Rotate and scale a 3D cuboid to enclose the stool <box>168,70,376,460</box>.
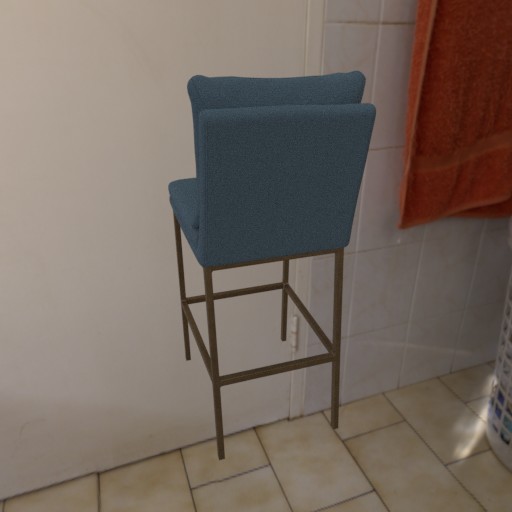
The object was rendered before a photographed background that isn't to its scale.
[{"bbox_3d":[0.000,0.000,1.439,0.463,1.124,0.568,-8,27,-16],"label":"stool"}]
